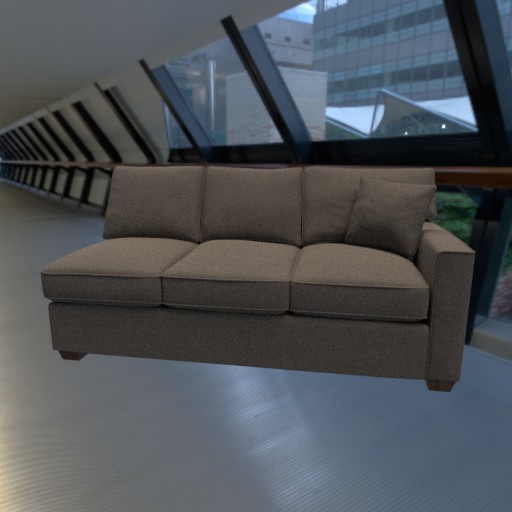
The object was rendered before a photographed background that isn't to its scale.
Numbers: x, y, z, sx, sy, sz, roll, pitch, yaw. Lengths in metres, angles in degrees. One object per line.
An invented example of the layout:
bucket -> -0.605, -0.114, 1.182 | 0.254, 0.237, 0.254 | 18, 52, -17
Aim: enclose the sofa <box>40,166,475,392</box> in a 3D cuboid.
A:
sofa -> 0.000, 0.000, 2.433 | 1.963, 0.946, 1.034 | 2, 13, 9
